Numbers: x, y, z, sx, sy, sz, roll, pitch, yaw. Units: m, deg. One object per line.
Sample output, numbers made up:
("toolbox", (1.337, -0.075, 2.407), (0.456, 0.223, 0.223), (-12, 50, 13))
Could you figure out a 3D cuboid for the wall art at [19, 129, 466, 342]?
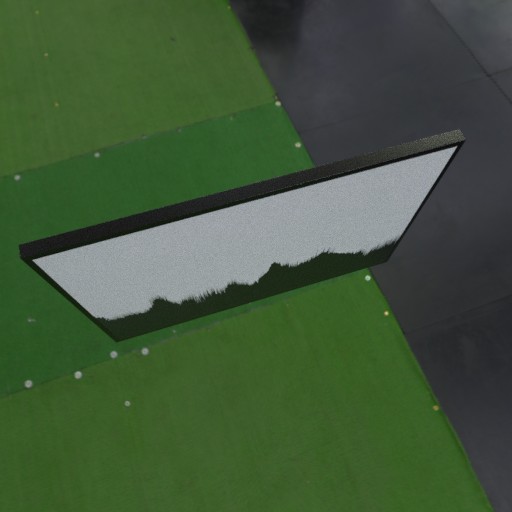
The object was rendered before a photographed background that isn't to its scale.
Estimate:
("wall art", (0.000, 0.000, 0.832), (0.659, 0.446, 0.022), (-16, 66, -7))
